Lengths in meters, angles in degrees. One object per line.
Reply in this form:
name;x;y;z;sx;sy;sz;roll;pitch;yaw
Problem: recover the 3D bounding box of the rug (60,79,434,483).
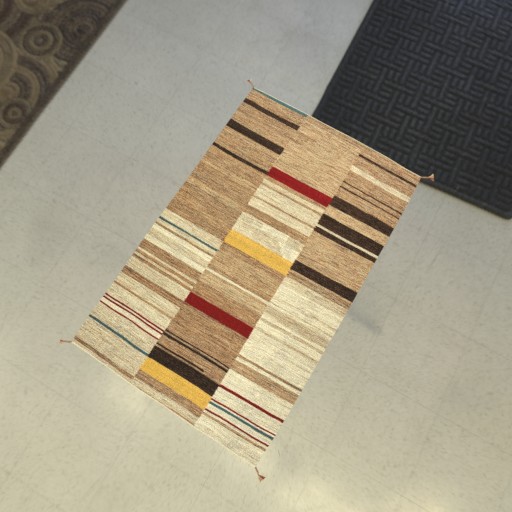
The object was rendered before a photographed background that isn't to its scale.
rug;0.000;0.000;2.433;1.268;0.007;1.918;31;77;8
